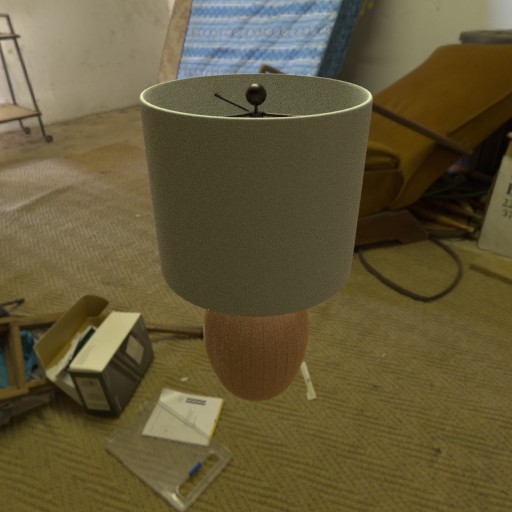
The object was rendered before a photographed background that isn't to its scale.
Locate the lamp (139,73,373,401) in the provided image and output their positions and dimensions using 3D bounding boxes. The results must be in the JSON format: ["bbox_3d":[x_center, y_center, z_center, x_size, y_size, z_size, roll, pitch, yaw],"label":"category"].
[{"bbox_3d":[0.000,0.000,0.775,0.329,0.570,0.329,0,31,0],"label":"lamp"}]
